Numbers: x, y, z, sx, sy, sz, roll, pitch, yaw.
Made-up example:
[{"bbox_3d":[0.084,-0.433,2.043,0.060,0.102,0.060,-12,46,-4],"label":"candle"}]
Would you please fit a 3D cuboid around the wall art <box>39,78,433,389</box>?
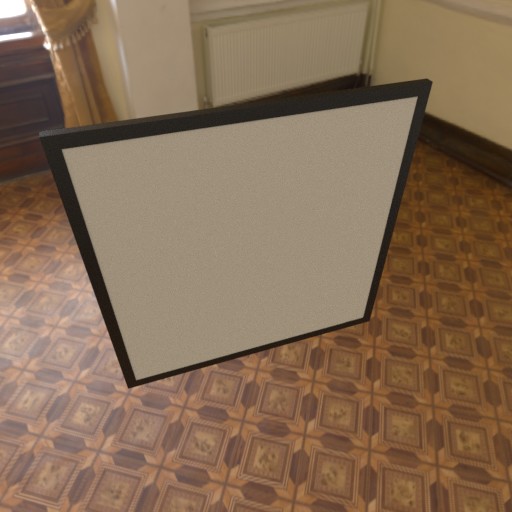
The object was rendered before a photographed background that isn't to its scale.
[{"bbox_3d":[0.000,0.000,1.147,0.807,0.807,0.022,-13,43,-14],"label":"wall art"}]
